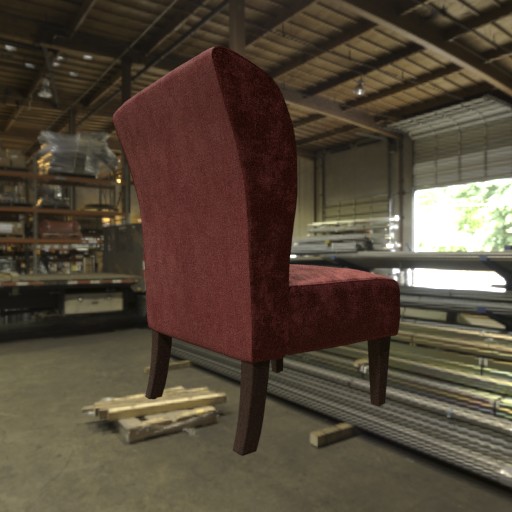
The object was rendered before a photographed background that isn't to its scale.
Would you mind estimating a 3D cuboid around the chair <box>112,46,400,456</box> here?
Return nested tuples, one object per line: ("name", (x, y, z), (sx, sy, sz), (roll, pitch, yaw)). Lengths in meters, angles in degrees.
("chair", (0.000, 0.000, 1.253), (0.640, 0.846, 0.538), (0, 1, -38))
